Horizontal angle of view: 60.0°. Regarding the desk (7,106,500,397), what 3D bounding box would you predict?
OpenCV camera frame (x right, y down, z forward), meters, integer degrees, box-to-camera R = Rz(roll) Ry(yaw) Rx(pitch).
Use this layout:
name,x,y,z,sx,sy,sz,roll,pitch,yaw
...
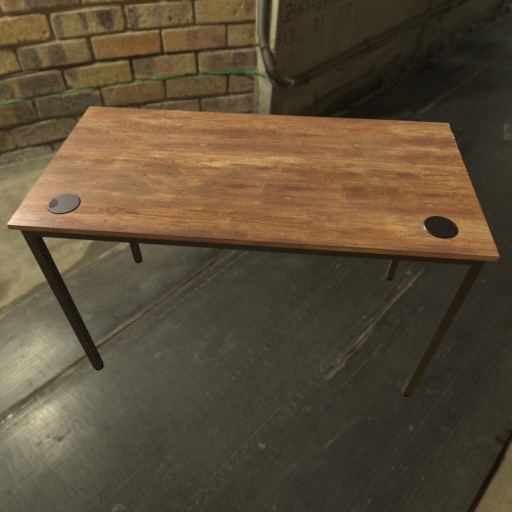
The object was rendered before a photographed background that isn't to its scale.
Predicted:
name,x,y,z,sx,sy,sz,roll,pitch,yaw
desk,0.000,0.000,1.545,1.200,0.749,0.600,4,47,4
